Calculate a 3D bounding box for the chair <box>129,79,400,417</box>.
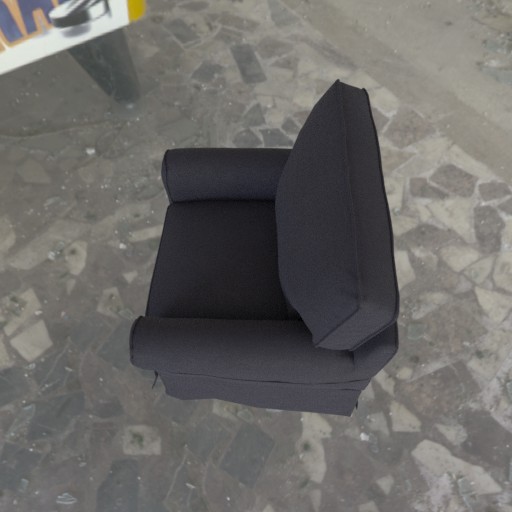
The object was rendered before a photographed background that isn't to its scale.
[{"bbox_3d":[0.000,0.000,1.961,1.002,1.140,1.119,1,58,1],"label":"chair"}]
